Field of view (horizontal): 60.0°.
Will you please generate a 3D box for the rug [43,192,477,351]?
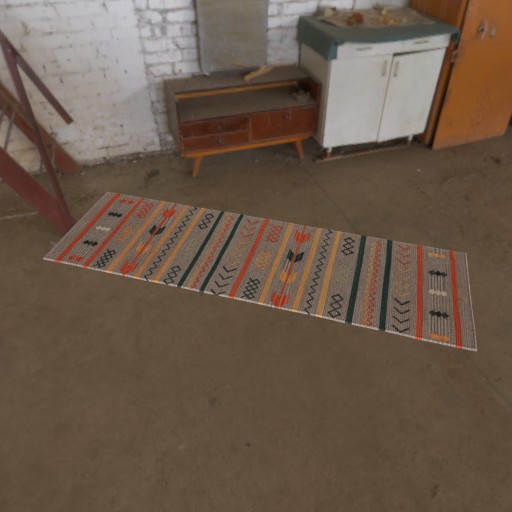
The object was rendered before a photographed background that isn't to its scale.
[{"bbox_3d":[0.000,0.000,2.642,2.419,0.022,0.744,11,43,12],"label":"rug"}]
